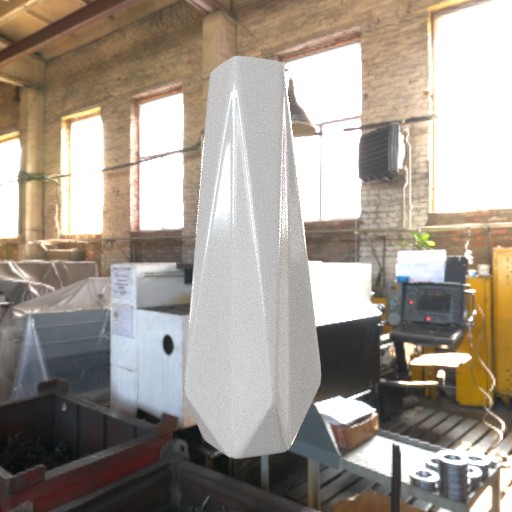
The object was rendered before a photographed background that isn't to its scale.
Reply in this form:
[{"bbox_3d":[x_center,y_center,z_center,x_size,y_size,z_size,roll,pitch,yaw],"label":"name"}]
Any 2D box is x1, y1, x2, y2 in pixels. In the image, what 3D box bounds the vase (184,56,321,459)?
[{"bbox_3d":[0.000,0.000,0.396,0.116,0.329,0.122,0,-1,1],"label":"vase"}]
